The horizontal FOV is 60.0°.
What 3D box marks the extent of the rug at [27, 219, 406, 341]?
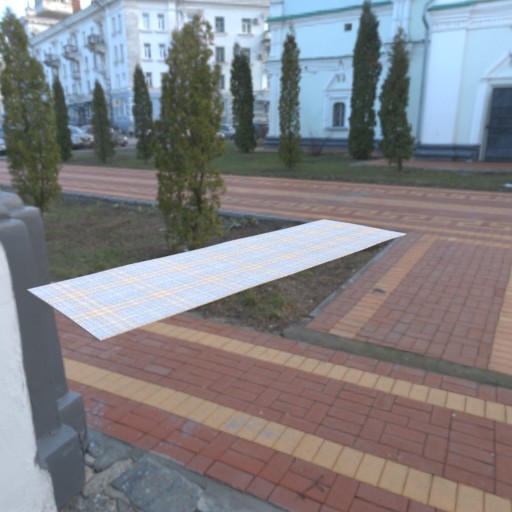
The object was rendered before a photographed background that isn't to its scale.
[{"bbox_3d":[0.000,0.000,2.756,0.762,0.013,2.439,16,22,43],"label":"rug"}]
